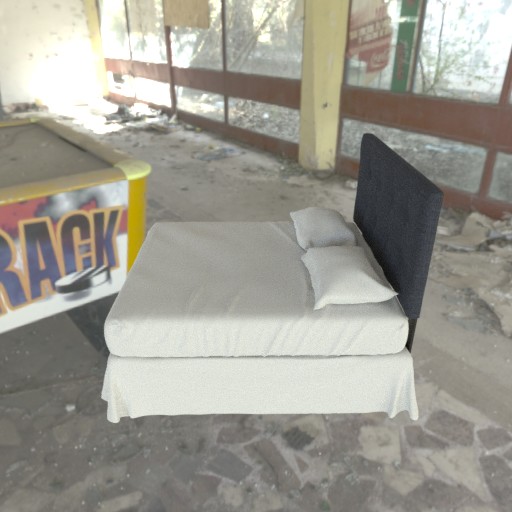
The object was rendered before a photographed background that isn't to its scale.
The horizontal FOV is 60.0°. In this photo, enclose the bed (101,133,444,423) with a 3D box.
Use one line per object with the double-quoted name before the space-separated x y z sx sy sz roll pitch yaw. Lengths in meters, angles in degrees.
"bed" 0.000 0.000 3.475 2.222 1.577 1.936 0 27 -1
